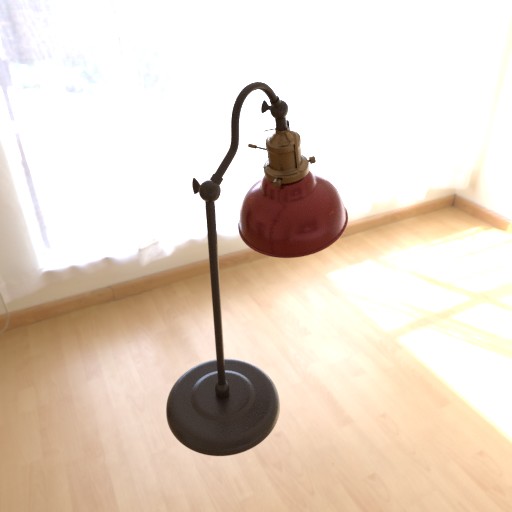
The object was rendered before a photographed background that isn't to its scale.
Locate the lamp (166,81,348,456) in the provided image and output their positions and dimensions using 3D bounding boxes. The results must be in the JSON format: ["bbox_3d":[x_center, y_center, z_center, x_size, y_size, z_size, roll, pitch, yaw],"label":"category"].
[{"bbox_3d":[0.000,0.000,0.682,0.192,0.508,0.374,22,38,31],"label":"lamp"}]
